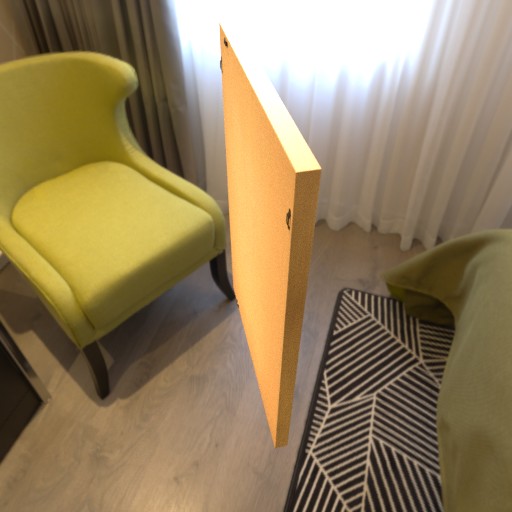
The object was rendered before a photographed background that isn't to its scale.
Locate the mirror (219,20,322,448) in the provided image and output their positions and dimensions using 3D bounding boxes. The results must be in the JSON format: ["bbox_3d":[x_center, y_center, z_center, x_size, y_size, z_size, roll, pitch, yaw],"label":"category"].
[{"bbox_3d":[0.000,0.000,1.121,0.041,0.915,0.609,-9,46,-9],"label":"mirror"}]
